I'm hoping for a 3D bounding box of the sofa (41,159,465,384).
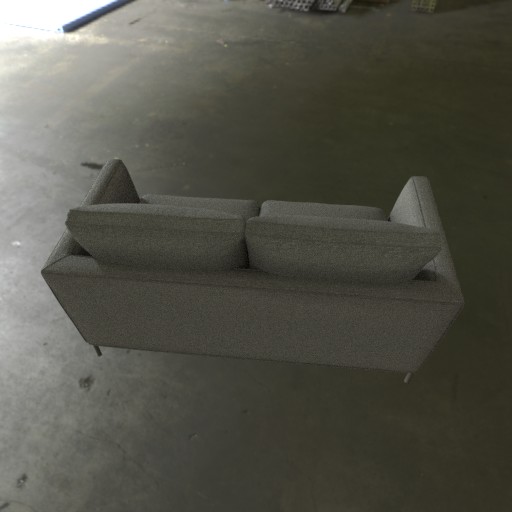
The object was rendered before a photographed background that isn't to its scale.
[{"bbox_3d":[0.000,0.000,2.073,1.594,0.924,0.803,4,46,4],"label":"sofa"}]
